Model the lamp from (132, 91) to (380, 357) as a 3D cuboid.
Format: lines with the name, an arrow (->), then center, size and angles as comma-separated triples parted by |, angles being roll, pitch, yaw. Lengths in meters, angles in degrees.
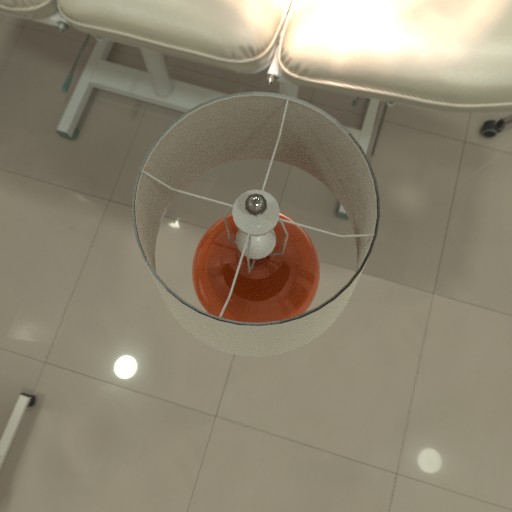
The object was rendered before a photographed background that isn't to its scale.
lamp -> 0.000, 0.000, 0.554 | 0.247, 0.387, 0.247 | 0, 76, 0
